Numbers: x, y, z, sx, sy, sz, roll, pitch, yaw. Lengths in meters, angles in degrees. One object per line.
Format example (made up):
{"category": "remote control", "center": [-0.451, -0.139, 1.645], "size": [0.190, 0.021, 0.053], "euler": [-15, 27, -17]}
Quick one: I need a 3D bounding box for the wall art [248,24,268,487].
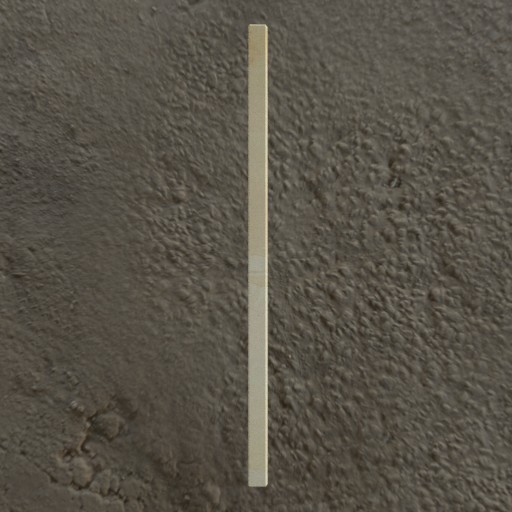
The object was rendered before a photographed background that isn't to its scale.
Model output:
{"category": "wall art", "center": [0.000, 0.000, 1.180], "size": [0.038, 0.602, 0.918], "euler": [0, 90, -1]}
